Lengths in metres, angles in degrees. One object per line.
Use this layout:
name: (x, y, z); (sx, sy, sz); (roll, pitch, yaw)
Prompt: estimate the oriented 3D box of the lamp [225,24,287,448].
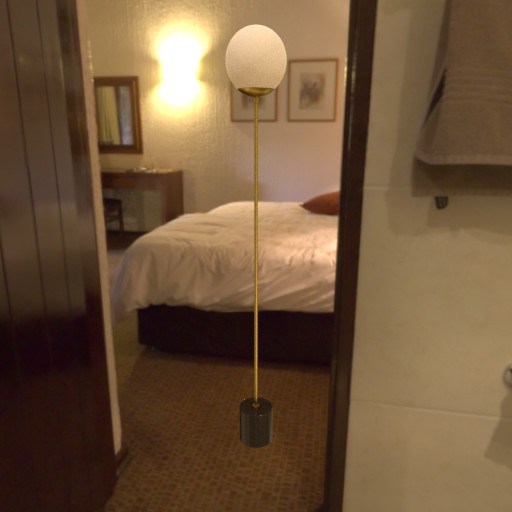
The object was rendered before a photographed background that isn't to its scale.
lamp: (0.000, 0.000, 1.847); (0.229, 1.748, 0.229); (-7, 16, -25)
